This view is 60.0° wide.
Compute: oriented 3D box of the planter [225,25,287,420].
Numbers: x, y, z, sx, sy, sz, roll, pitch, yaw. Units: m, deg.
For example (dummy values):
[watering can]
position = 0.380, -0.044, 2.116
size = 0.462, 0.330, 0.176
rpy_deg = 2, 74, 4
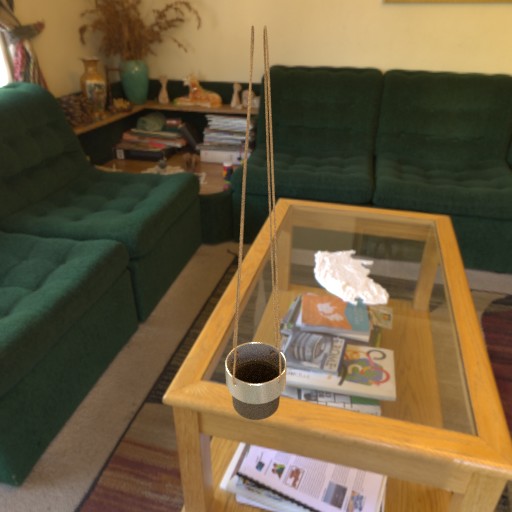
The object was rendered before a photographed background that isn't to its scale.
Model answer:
[planter]
position = 0.000, 0.000, 1.163
size = 0.187, 1.073, 0.187
rpy_deg = -1, 29, -2
